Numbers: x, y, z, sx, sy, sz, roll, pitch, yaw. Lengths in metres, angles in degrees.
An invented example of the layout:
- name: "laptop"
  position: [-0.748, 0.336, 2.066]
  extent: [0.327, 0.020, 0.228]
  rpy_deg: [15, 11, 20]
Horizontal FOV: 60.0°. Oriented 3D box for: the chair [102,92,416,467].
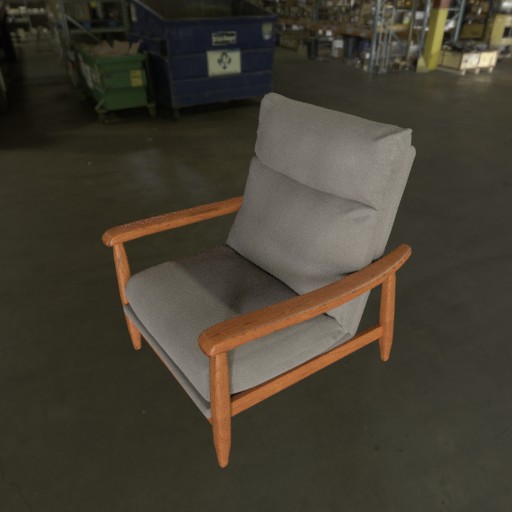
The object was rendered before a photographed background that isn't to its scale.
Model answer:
- name: "chair"
  position: [0.000, 0.000, 1.531]
  extent: [0.816, 0.922, 0.782]
  rpy_deg: [-21, 37, -31]
